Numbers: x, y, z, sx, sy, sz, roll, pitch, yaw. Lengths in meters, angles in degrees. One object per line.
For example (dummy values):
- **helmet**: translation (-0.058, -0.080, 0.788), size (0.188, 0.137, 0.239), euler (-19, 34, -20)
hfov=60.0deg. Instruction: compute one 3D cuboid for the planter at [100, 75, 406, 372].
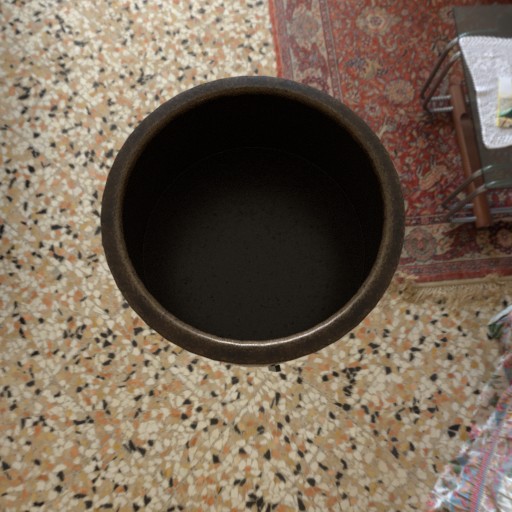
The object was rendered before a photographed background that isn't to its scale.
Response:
- **planter**: translation (0.000, 0.000, 0.718), size (0.354, 0.465, 0.345), euler (-40, 79, -9)
